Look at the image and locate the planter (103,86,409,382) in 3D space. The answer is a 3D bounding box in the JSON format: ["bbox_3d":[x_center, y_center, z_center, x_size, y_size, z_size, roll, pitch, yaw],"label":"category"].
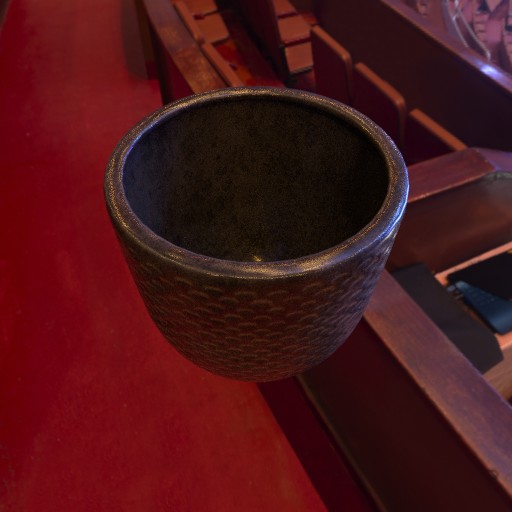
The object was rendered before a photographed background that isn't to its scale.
[{"bbox_3d":[0.000,0.000,0.359,0.197,0.191,0.197,0,49,0],"label":"planter"}]
